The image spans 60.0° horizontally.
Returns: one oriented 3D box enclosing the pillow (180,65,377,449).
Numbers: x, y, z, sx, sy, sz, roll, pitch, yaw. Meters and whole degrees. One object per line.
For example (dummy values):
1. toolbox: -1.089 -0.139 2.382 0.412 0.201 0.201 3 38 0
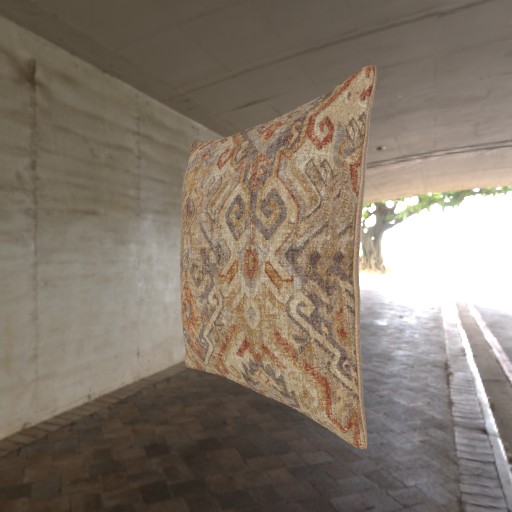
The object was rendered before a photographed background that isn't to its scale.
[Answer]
1. pillow: 0.000 0.000 0.791 0.166 0.506 0.523 -1 1 -35
